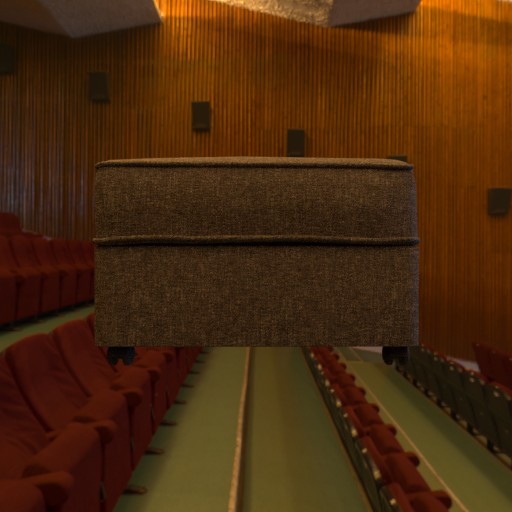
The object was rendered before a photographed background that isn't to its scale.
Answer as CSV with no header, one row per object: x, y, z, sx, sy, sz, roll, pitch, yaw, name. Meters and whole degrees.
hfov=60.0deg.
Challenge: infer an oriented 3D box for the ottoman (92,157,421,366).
0.000,0.000,1.505,0.717,0.487,1.184,0,0,0,ottoman
